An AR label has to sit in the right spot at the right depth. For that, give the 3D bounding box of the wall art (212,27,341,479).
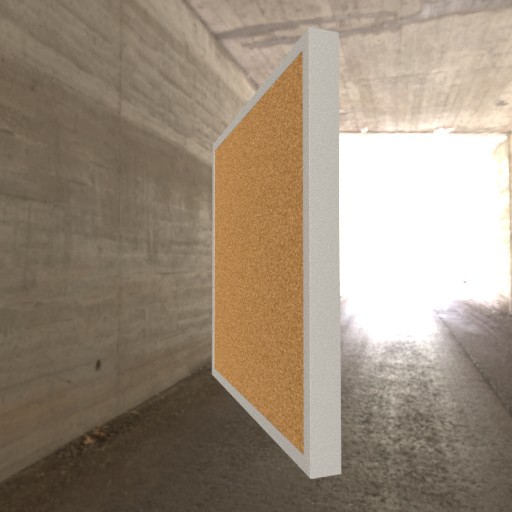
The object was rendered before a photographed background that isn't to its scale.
[{"bbox_3d":[0.000,0.000,0.742,0.038,0.505,0.506,1,-2,-18],"label":"wall art"}]
